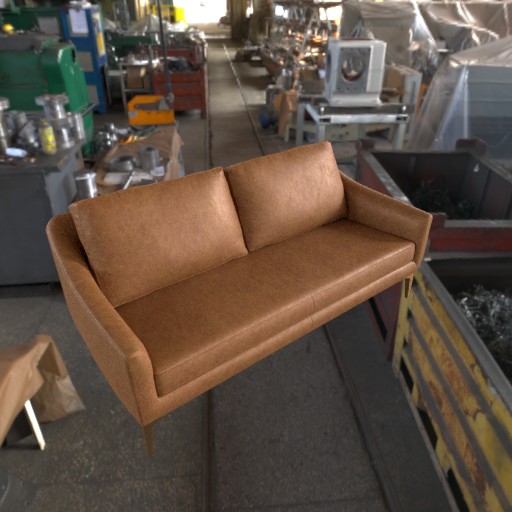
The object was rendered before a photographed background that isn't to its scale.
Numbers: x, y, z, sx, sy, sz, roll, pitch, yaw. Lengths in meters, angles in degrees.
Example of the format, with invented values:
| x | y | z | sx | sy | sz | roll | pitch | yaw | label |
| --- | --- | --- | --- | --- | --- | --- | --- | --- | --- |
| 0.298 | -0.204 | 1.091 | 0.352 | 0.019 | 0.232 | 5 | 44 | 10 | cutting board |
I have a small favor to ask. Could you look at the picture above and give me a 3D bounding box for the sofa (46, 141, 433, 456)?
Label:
| x | y | z | sx | sy | sz | roll | pitch | yaw | label |
| --- | --- | --- | --- | --- | --- | --- | --- | --- | --- |
| 0.000 | 0.000 | 2.559 | 2.036 | 0.945 | 0.981 | -22 | 37 | -33 | sofa |
